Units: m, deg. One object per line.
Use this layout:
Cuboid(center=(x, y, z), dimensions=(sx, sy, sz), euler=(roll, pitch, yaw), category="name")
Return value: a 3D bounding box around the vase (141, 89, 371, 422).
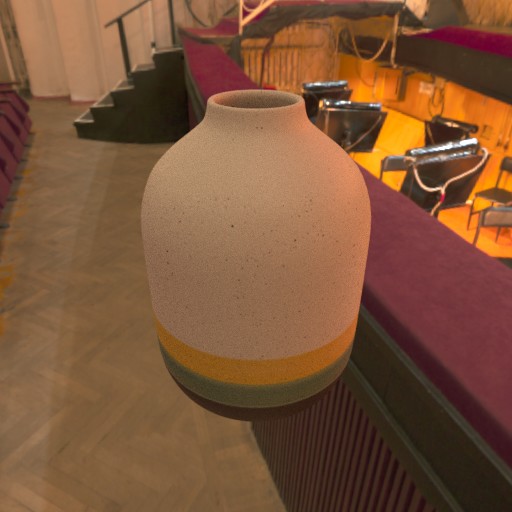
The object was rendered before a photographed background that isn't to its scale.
Cuboid(center=(0.000, 0.000, 0.352), dimensions=(0.169, 0.240, 0.169), euler=(0, 31, 0), category="vase")
